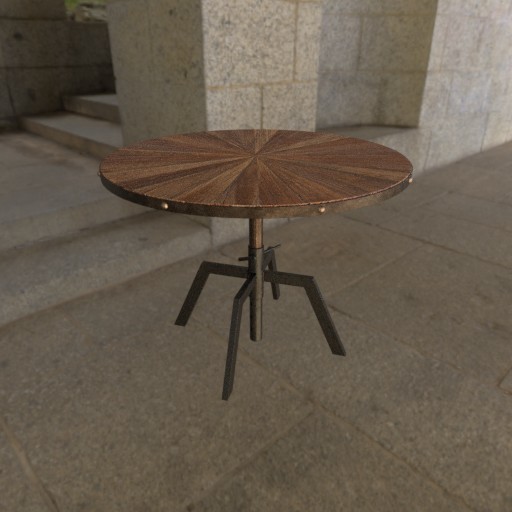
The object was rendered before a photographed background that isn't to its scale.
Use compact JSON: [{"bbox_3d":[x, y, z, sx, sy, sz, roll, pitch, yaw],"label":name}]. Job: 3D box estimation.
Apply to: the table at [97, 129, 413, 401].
[{"bbox_3d":[0.000,0.000,1.453,0.885,0.658,0.885,0,26,0],"label":"table"}]
